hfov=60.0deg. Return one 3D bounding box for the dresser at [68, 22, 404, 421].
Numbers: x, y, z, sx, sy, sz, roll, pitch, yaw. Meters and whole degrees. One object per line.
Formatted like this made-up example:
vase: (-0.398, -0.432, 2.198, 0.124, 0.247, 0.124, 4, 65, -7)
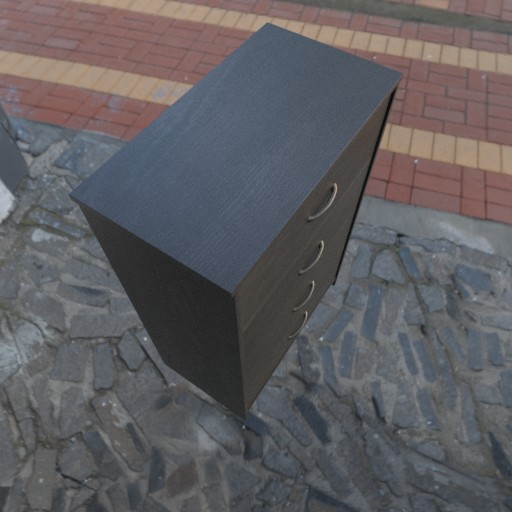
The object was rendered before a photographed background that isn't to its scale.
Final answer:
dresser: (0.000, 0.000, 1.376, 0.398, 1.020, 0.700, 30, 63, 17)
